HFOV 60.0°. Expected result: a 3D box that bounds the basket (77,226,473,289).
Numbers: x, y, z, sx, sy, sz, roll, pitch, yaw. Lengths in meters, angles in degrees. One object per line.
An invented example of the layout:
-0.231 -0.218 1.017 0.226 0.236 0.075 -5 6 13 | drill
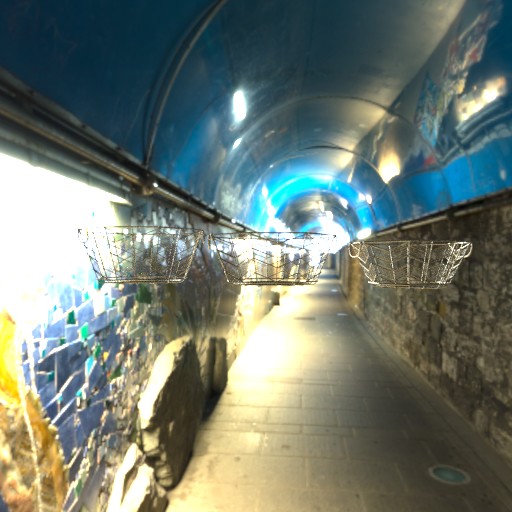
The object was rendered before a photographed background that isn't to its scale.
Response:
0.000 0.000 1.401 1.246 0.178 0.432 0 0 18 | basket
